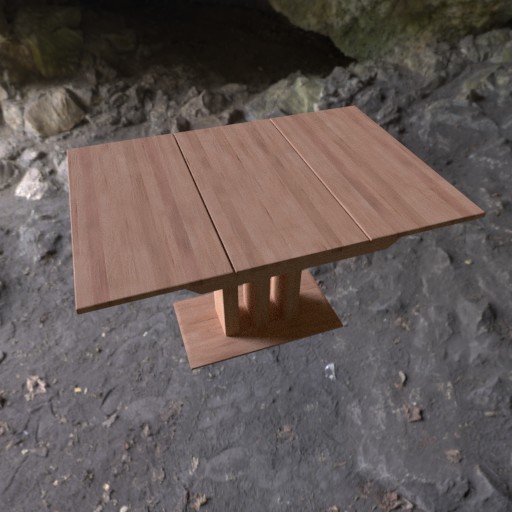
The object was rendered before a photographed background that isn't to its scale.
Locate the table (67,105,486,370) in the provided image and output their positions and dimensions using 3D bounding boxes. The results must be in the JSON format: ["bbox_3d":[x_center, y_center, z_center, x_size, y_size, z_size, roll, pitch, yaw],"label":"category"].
[{"bbox_3d":[0.000,0.000,1.880,1.300,0.770,0.900,-13,44,-14],"label":"table"}]
